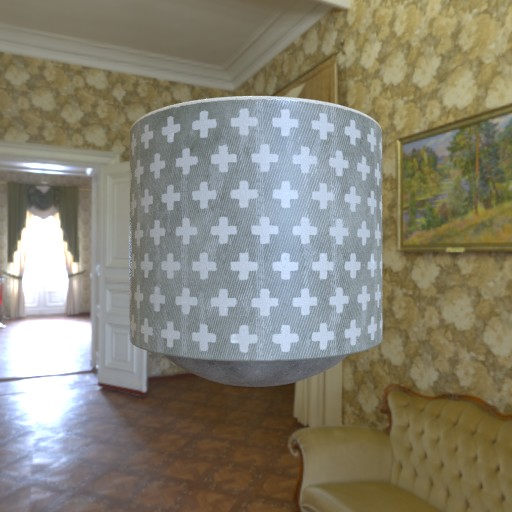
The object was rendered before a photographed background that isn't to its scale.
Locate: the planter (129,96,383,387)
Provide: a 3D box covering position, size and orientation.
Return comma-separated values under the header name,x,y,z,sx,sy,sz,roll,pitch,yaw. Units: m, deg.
name,x,y,z,sx,sy,sz,roll,pitch,yaw
planter,0.000,0.000,0.346,0.190,0.181,0.190,0,0,0
